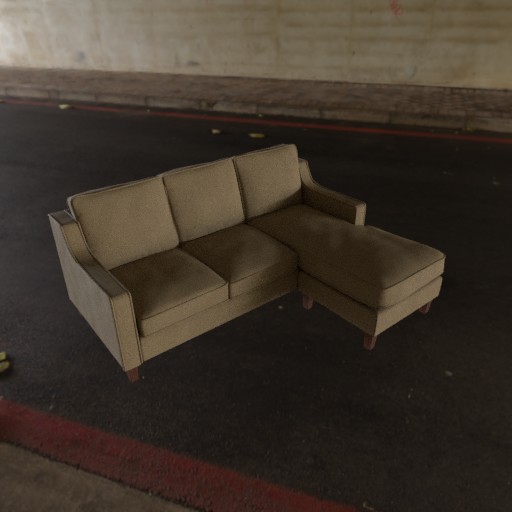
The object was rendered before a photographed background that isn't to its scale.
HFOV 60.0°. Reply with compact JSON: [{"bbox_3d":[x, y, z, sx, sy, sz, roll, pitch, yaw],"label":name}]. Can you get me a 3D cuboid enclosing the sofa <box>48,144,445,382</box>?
[{"bbox_3d":[0.000,0.000,3.314,2.317,1.066,1.858,-22,36,-33],"label":"sofa"}]
